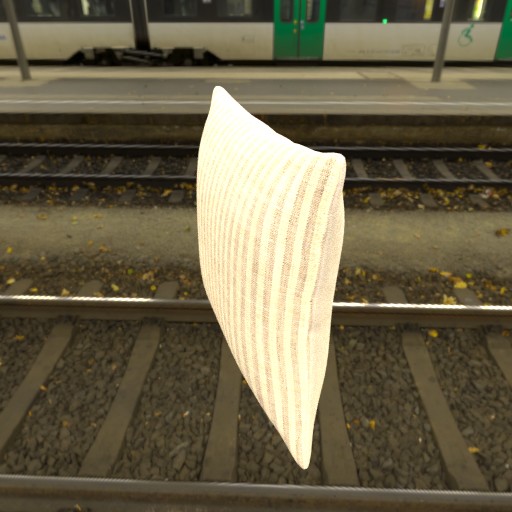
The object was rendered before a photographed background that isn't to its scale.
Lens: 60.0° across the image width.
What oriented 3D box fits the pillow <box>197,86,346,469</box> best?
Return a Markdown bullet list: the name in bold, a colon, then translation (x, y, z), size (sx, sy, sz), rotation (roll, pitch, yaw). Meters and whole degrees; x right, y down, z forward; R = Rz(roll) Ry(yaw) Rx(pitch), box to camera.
- **pillow**: translation (0.000, 0.000, 0.798), size (0.166, 0.510, 0.523), rotation (-10, 31, -16)
